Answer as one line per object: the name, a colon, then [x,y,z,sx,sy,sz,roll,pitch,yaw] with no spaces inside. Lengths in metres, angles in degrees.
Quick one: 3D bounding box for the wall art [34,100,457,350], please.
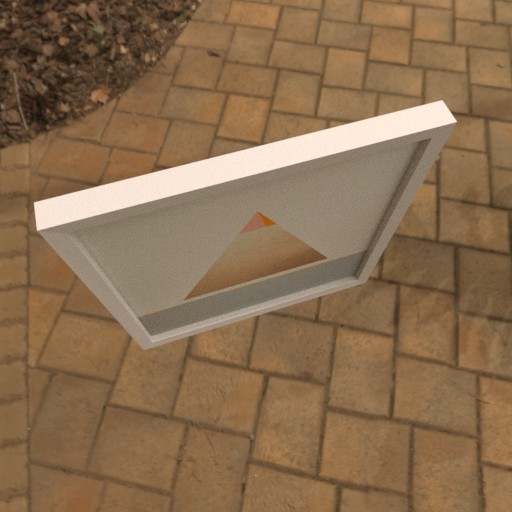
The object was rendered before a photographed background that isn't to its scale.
wall art: [0.000,0.000,1.899,1.289,1.291,0.098,-16,65,-8]
